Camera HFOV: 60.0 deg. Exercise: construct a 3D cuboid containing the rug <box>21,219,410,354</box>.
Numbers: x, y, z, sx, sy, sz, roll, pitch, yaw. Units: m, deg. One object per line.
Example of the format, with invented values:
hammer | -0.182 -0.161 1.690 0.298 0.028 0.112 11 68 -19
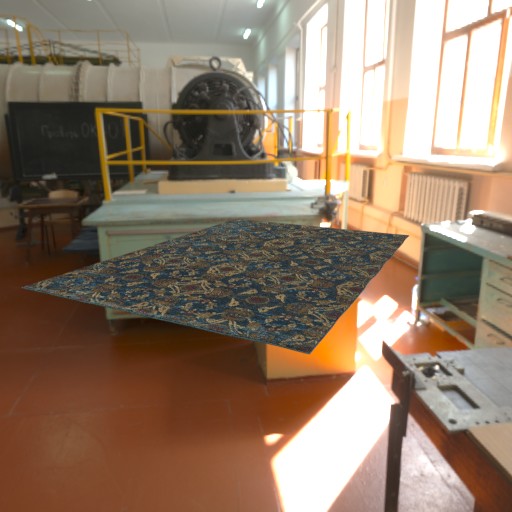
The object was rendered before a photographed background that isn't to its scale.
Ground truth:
rug | 0.000 0.000 4.276 2.337 0.013 3.291 8 17 26
